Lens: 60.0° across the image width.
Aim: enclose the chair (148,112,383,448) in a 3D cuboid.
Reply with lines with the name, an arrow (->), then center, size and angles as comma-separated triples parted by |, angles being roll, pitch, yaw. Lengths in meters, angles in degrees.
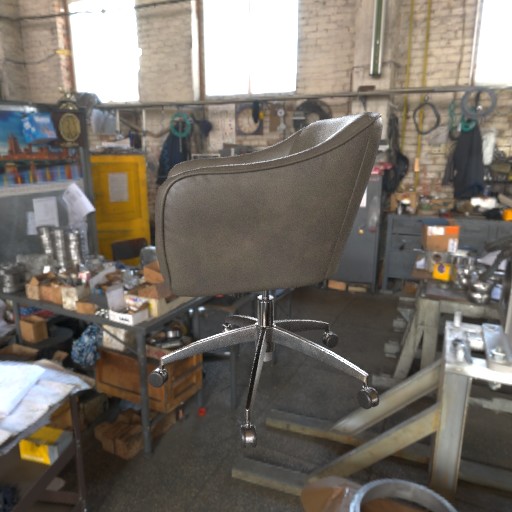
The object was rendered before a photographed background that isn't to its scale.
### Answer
chair -> 0.000, 0.000, 1.352 | 0.689, 0.827, 0.713 | -2, 14, -8
